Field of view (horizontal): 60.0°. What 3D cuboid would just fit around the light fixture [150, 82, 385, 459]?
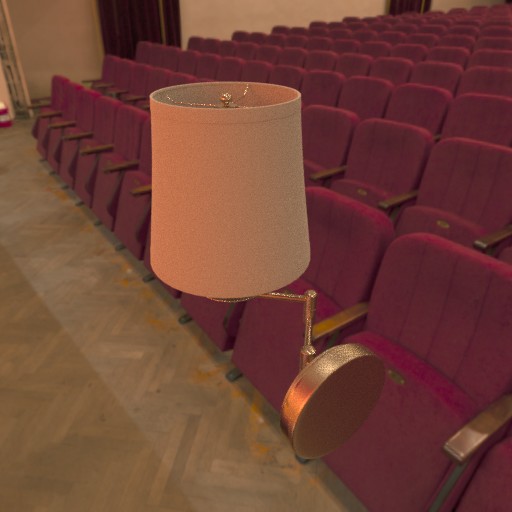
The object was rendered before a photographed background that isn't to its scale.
[{"bbox_3d":[0.000,0.000,0.570,0.223,0.381,0.348,-19,35,-29],"label":"light fixture"}]
